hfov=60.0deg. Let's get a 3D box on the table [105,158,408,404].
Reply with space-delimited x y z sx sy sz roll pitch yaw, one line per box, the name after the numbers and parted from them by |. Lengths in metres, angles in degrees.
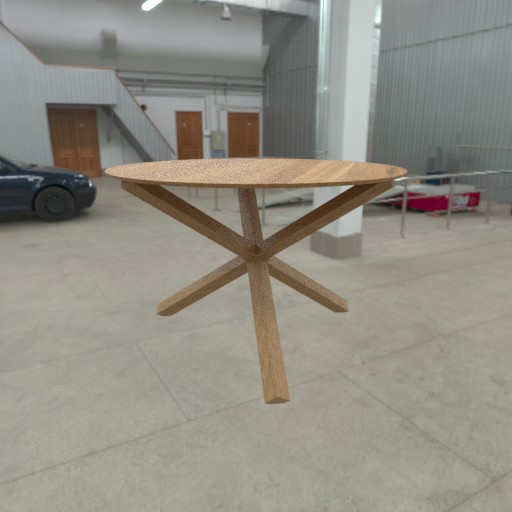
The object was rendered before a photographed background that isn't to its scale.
0.000 0.000 1.688 1.038 0.666 1.038 0 16 0 | table
